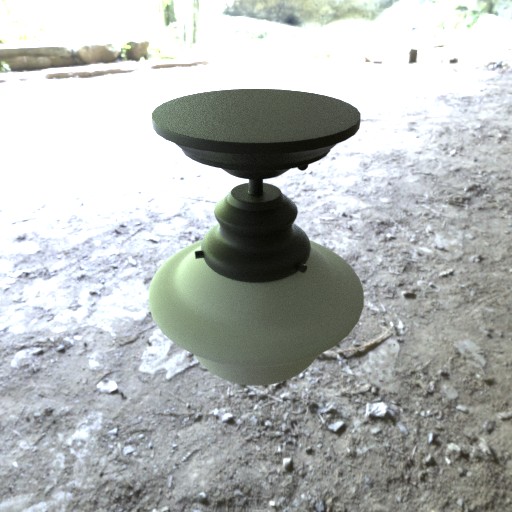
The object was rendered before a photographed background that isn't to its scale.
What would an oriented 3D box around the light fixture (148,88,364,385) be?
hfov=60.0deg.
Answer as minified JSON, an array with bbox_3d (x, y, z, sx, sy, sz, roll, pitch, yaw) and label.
[{"bbox_3d":[0.000,0.000,0.394,0.197,0.254,0.197,0,32,0],"label":"light fixture"}]
